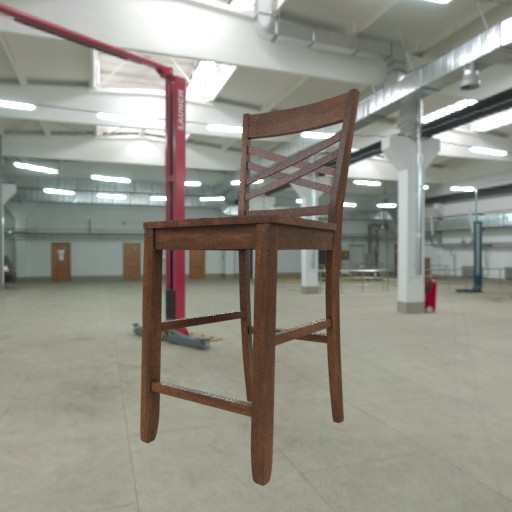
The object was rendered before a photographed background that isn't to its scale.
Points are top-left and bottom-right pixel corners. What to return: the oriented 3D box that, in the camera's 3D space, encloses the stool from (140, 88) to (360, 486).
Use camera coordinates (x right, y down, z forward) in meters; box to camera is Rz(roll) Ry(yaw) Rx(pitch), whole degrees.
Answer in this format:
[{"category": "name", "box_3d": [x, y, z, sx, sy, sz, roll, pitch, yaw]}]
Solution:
[{"category": "stool", "box_3d": [0.000, 0.000, 1.367, 0.462, 1.079, 0.539, 0, 0, 36]}]
